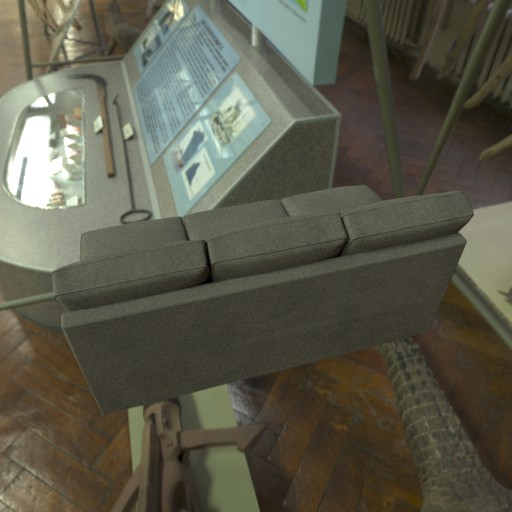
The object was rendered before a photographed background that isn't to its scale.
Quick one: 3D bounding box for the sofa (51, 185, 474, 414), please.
[{"bbox_3d":[0.000,0.000,2.545,1.962,0.973,1.027,-11,43,-12],"label":"sofa"}]
